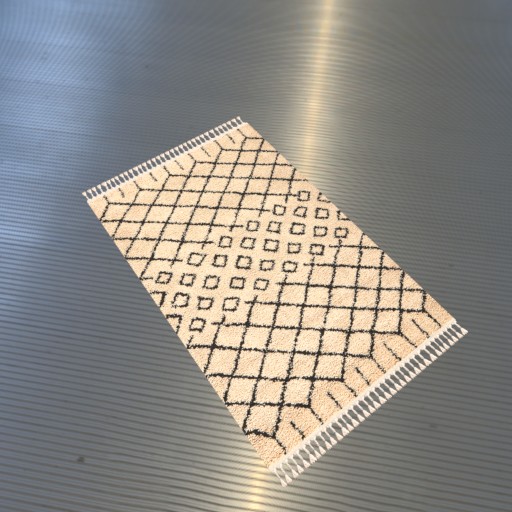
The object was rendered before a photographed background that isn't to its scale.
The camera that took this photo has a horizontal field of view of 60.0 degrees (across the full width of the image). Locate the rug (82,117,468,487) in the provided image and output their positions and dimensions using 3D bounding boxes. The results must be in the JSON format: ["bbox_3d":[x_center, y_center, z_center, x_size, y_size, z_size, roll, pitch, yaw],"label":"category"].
[{"bbox_3d":[0.000,0.000,2.485,1.196,0.008,2.006,-32,63,-18],"label":"rug"}]
